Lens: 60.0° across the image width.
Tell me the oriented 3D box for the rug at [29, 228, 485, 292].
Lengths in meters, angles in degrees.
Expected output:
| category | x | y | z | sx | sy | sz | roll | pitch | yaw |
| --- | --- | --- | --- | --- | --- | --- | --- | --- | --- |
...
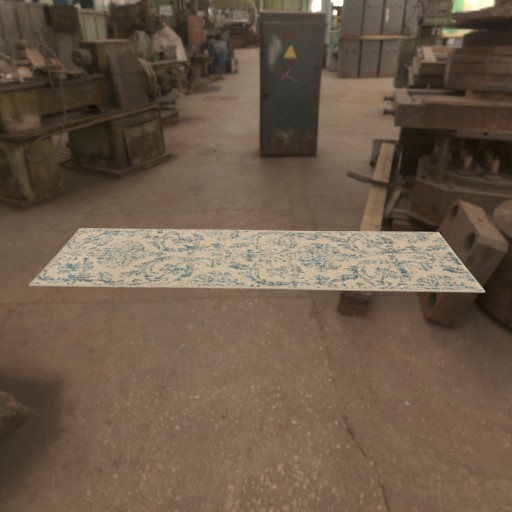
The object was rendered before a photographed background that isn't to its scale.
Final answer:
| category | x | y | z | sx | sy | sz | roll | pitch | yaw |
| --- | --- | --- | --- | --- | --- | --- | --- | --- | --- |
| rug | 0.000 | 0.000 | 2.418 | 2.196 | 0.011 | 0.662 | 1 | 28 | 1 |
